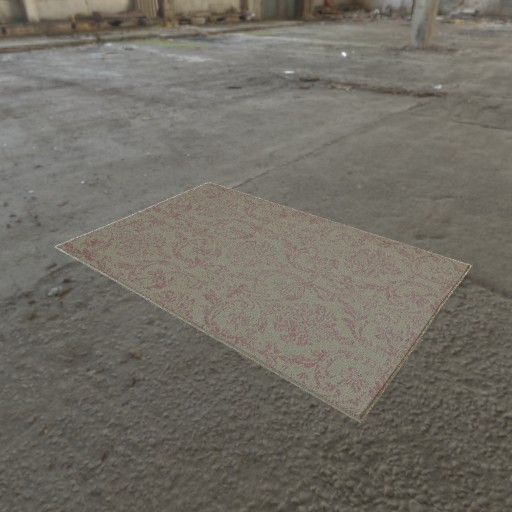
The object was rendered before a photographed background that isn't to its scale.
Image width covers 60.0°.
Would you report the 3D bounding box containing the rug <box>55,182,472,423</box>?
[{"bbox_3d":[0.000,0.000,3.482,2.746,0.018,1.819,22,37,32],"label":"rug"}]
